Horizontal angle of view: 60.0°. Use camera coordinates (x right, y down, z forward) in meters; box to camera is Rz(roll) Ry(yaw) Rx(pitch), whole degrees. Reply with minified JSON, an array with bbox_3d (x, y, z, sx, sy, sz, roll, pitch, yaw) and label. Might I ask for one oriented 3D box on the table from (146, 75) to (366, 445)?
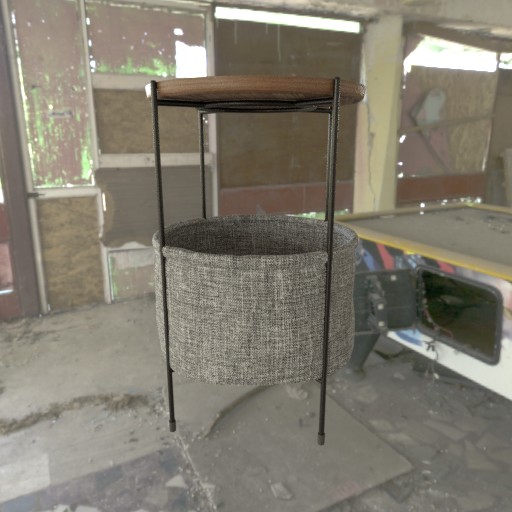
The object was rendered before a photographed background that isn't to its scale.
[{"bbox_3d":[0.000,0.000,0.878,0.400,0.623,0.400,2,15,8],"label":"table"}]
